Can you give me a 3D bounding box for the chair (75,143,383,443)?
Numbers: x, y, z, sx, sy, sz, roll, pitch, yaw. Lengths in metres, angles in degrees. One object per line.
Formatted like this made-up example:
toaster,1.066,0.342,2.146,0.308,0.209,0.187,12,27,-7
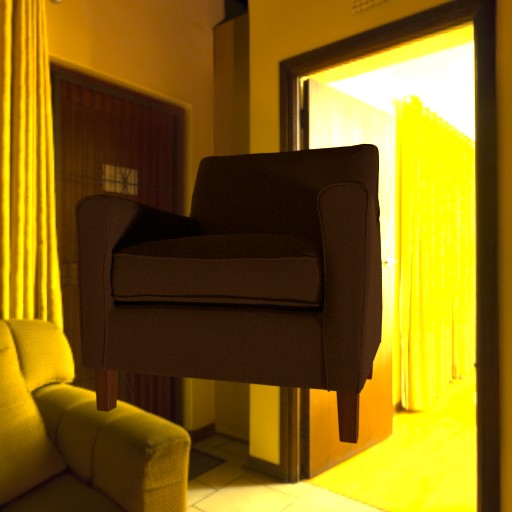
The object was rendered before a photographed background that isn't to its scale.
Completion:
chair,0.000,0.000,1.541,0.836,0.911,0.831,0,-1,19
